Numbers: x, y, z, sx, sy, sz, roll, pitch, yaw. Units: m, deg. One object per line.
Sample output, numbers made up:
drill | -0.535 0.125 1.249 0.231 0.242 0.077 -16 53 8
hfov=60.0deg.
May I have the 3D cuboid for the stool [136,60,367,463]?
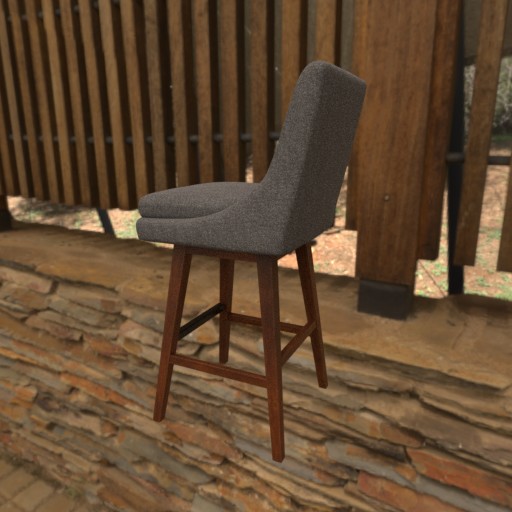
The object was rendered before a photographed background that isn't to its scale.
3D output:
stool | 0.000 0.000 1.409 0.572 1.068 0.489 7 16 25
